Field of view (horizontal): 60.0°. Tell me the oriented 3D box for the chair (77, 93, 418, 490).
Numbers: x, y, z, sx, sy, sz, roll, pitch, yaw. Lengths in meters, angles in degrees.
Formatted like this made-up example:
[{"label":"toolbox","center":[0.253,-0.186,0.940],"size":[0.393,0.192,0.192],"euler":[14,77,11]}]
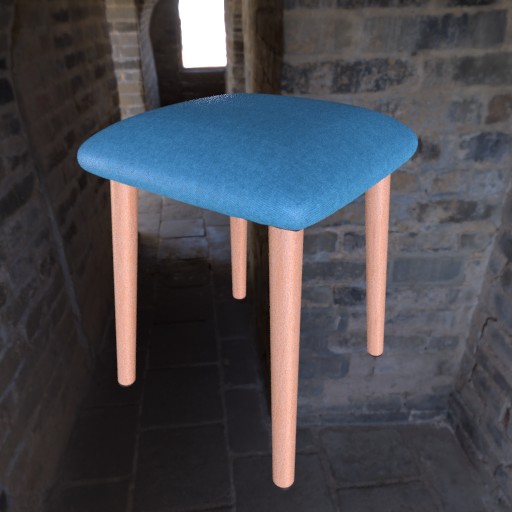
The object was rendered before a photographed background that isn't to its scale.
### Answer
[{"label":"chair","center":[0.000,0.000,0.682],"size":[0.360,0.450,0.360],"euler":[19,34,31]}]
